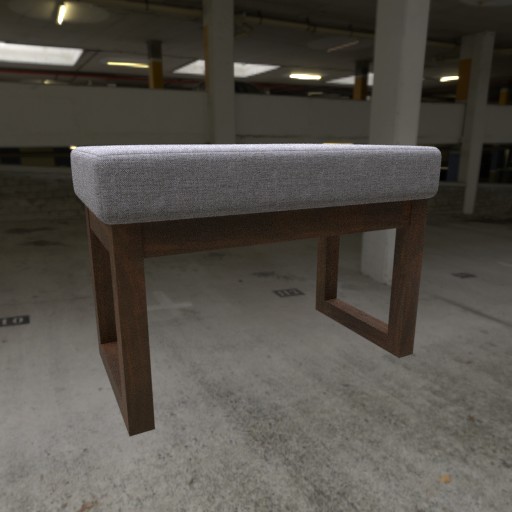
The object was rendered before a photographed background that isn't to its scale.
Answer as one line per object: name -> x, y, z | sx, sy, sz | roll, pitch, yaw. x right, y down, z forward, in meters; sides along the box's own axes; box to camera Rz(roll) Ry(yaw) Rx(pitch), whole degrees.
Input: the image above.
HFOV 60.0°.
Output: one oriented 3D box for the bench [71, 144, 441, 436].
bench -> 0.000, 0.000, 0.963 | 0.681, 0.467, 0.366 | -7, 17, -26
